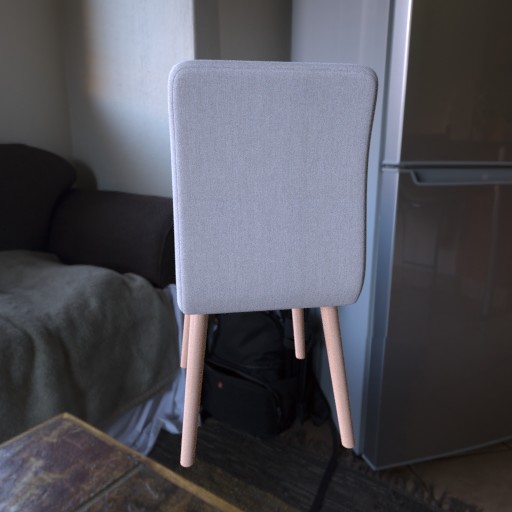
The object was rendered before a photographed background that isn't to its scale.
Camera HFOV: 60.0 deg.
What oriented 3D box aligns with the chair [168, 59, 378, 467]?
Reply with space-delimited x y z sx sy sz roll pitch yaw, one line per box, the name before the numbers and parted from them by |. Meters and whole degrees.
chair | 0.000 0.000 1.183 0.435 0.885 0.550 -2 15 -9
